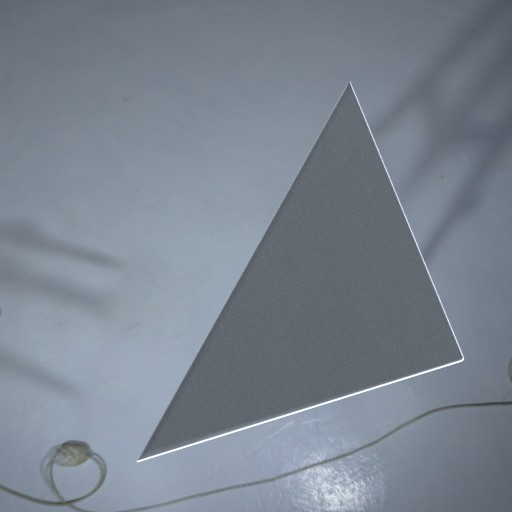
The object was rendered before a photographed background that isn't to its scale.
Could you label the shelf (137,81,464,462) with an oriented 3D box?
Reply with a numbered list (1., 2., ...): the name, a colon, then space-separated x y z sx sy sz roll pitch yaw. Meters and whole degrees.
1. shelf: 0.000 0.000 0.431 0.296 0.035 0.296 -16 76 -4
